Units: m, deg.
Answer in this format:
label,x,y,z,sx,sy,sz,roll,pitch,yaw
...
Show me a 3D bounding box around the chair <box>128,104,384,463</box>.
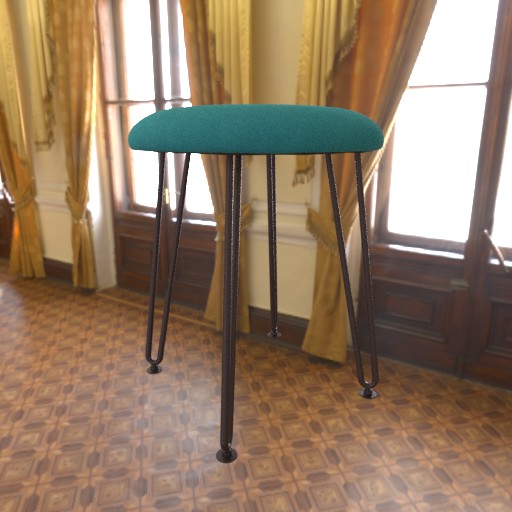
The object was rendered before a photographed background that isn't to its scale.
label,x,y,z,sx,sy,sz,roll,pitch,yaw
chair,0.000,0.000,0.674,0.350,0.430,0.350,-15,21,-43
